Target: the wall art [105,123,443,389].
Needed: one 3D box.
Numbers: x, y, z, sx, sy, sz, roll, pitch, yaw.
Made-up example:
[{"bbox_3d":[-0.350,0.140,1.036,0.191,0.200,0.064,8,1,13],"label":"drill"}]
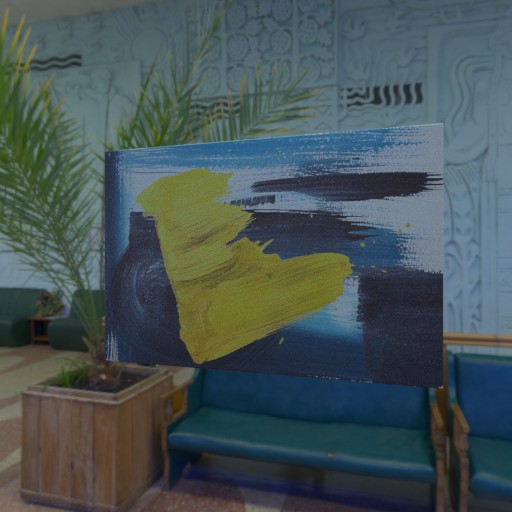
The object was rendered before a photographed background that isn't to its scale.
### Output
[{"bbox_3d":[0.000,0.000,1.174,0.914,0.610,0.039,0,0,18],"label":"wall art"}]
